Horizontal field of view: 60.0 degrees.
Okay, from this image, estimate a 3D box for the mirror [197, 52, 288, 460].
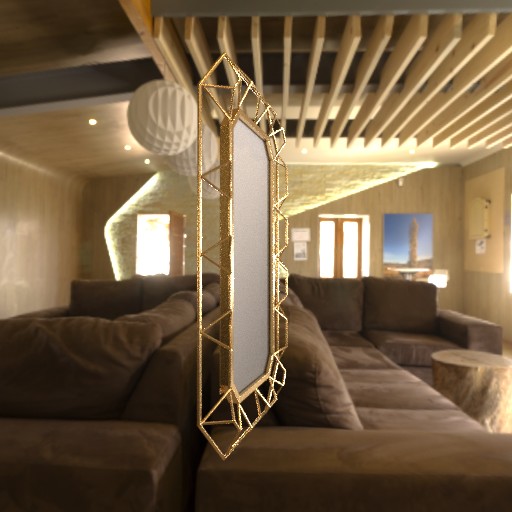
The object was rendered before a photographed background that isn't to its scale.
[{"bbox_3d":[0.000,0.000,1.090,0.051,0.870,0.572,0,-1,18],"label":"mirror"}]
